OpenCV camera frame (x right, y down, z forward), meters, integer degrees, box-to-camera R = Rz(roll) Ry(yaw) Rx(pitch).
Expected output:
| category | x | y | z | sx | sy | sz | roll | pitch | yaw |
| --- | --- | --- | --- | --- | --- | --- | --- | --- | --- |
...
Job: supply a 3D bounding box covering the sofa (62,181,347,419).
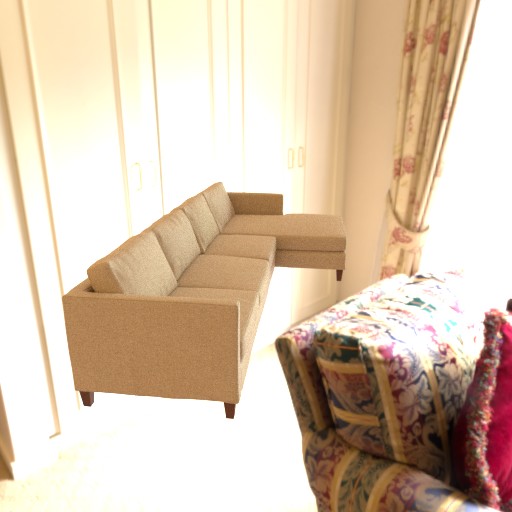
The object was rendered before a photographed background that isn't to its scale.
| category | x | y | z | sx | sy | sz | roll | pitch | yaw |
| --- | --- | --- | --- | --- | --- | --- | --- | --- | --- |
| sofa | 0.000 | 0.000 | 3.748 | 1.625 | 0.846 | 3.186 | 2 | 18 | 7 |
